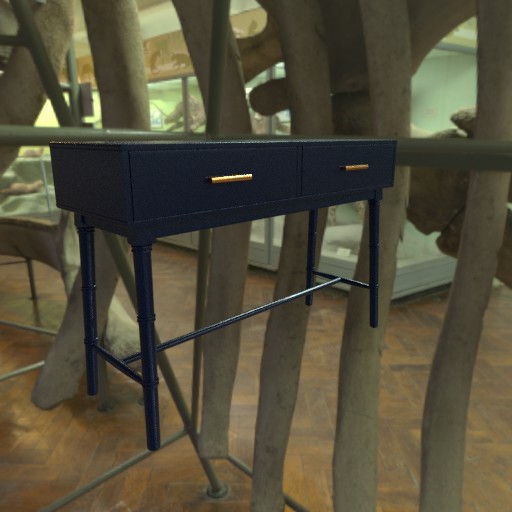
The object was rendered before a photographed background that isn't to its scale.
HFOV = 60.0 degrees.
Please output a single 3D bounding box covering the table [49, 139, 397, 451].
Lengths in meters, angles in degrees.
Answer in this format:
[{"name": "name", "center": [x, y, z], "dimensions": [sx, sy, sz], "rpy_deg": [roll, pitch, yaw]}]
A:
[{"name": "table", "center": [0.000, 0.000, 1.487], "dimensions": [1.118, 0.749, 0.399], "rpy_deg": [-15, 21, -43]}]
